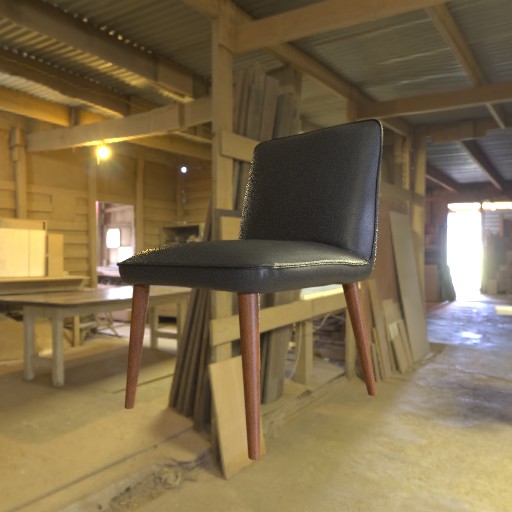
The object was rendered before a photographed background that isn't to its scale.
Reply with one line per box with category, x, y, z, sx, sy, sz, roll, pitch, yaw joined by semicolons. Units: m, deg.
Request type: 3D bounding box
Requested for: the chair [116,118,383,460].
chair;0.000;0.000;1.224;0.543;0.801;0.645;0;0;36
